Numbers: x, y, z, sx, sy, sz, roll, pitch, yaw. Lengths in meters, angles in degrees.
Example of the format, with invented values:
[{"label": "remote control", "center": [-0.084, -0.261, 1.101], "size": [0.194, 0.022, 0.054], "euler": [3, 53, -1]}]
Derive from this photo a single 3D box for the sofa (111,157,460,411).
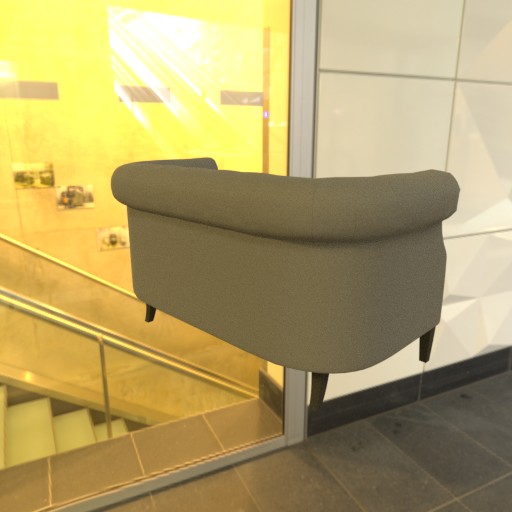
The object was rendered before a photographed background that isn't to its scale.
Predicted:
[{"label": "sofa", "center": [0.000, 0.000, 2.029], "size": [1.558, 0.827, 0.835], "euler": [15, 21, 43]}]
